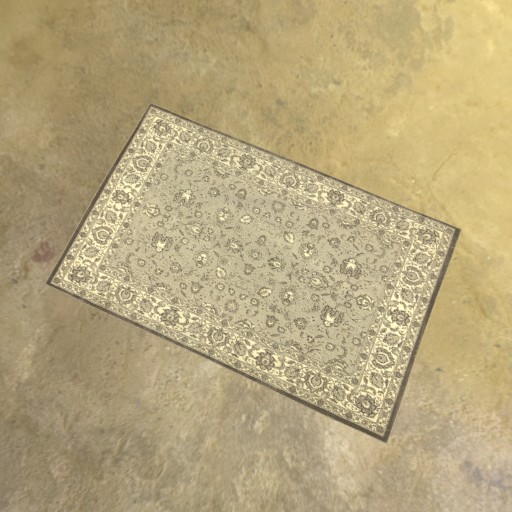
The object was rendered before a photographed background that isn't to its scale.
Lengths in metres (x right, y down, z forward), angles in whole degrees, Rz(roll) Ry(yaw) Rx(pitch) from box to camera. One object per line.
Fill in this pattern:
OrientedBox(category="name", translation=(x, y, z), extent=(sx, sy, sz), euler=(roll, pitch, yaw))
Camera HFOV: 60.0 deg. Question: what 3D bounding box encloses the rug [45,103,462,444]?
OrientedBox(category="rug", translation=(0.000, 0.000, 3.015), extent=(2.438, 0.011, 1.524), euler=(24, 76, 6))
